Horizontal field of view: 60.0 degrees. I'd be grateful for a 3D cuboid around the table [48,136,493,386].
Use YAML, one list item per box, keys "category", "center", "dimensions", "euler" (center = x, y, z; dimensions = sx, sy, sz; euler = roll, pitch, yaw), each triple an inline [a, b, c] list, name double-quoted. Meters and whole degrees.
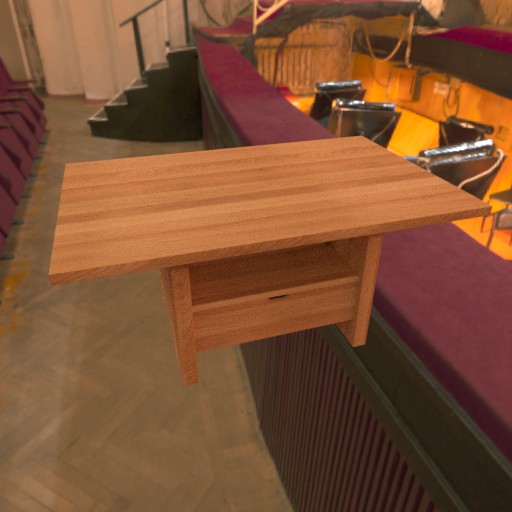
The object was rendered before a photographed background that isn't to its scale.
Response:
- category: "table"
  center: [0.000, 0.000, 1.453]
  dimensions: [1.100, 0.510, 0.700]
  euler: [-9, 32, -15]
